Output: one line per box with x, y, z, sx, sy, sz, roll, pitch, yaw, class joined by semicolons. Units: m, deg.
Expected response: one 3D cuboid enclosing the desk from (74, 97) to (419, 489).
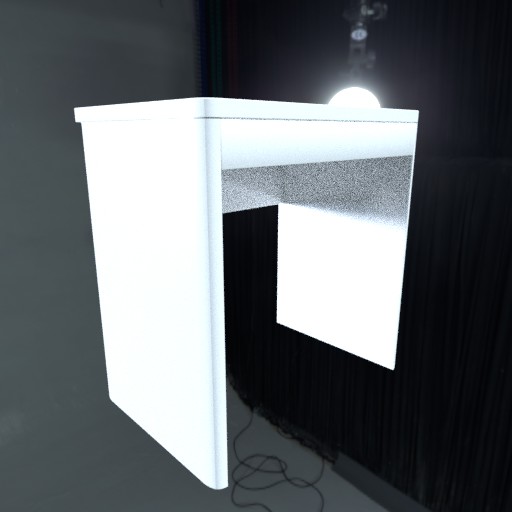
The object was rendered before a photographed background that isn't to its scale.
0.000;0.000;1.275;0.762;0.800;0.549;-15;22;-42;desk
